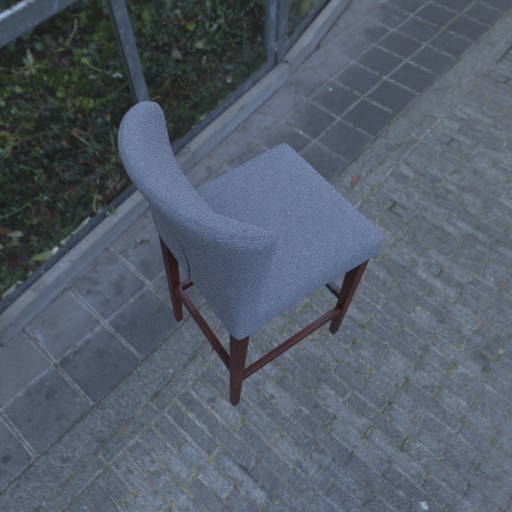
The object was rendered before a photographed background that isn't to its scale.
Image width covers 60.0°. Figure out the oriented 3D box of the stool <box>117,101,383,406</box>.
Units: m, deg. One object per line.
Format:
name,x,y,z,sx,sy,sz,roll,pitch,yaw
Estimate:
stool,0.000,0.000,1.368,0.568,1.069,0.486,-31,63,-18
